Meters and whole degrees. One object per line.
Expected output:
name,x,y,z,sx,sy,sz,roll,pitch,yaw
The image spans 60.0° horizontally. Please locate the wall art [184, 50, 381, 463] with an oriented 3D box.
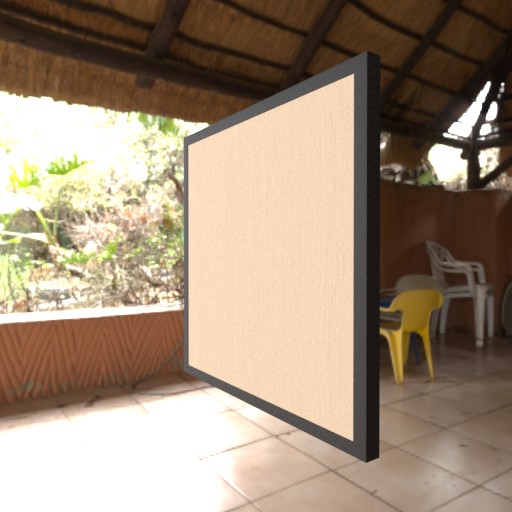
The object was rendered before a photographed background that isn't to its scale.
wall art,0.000,0.000,0.456,0.015,0.304,0.306,0,1,-35
